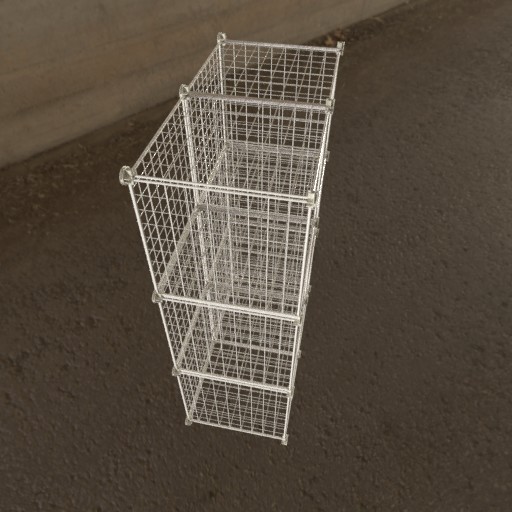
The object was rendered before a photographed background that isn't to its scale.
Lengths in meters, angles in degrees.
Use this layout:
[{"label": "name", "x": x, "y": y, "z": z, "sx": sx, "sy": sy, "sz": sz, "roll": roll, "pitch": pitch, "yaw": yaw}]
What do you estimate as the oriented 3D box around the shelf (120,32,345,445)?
[{"label": "shelf", "x": 0.000, "y": 0.000, "z": 1.387, "sx": 0.356, "sy": 1.067, "sz": 0.711, "roll": 8, "pitch": 46, "yaw": 8}]
